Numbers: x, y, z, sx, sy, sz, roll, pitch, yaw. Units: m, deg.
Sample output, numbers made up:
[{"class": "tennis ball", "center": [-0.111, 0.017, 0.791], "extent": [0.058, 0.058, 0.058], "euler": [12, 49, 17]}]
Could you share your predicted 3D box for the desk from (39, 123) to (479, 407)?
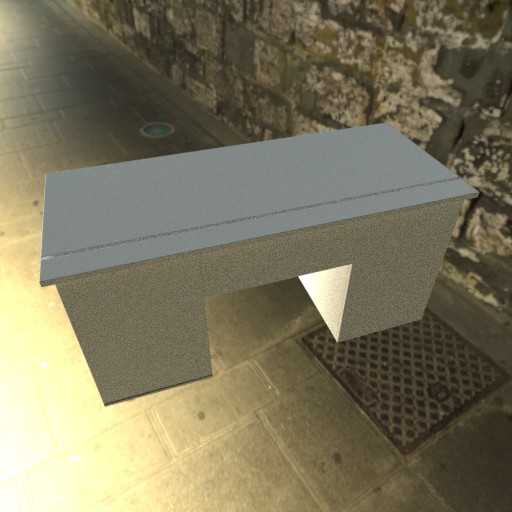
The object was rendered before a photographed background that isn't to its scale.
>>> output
[{"class": "desk", "center": [0.000, 0.000, 1.994], "extent": [1.580, 0.760, 0.670], "euler": [-12, 42, -14]}]
